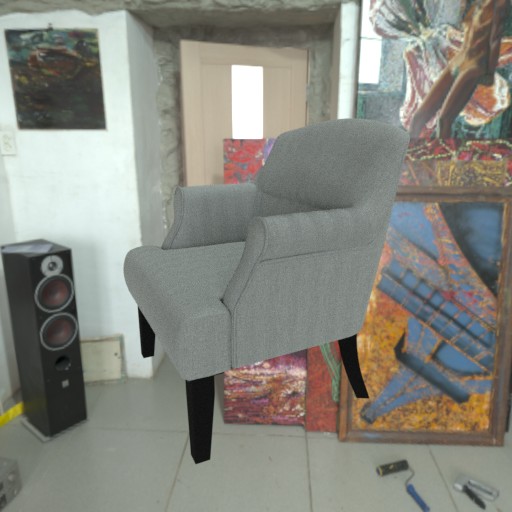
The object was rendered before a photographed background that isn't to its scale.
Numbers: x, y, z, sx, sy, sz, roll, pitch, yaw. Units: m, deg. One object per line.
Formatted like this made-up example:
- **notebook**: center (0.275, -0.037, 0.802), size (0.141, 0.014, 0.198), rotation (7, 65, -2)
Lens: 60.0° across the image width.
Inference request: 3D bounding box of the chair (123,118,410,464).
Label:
- **chair**: center (0.000, 0.000, 1.469), size (0.755, 0.880, 0.772), rotation (-7, 17, -25)
